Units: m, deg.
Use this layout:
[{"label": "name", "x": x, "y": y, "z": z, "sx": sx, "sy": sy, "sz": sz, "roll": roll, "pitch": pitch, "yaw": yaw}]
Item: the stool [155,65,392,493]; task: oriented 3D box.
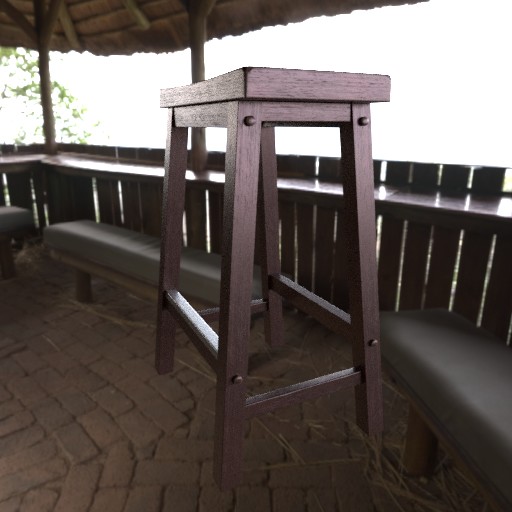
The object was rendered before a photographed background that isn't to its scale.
[{"label": "stool", "x": 0.000, "y": 0.000, "z": 0.834, "sx": 0.322, "sy": 0.610, "sz": 0.406, "roll": -8, "pitch": 18, "yaw": -25}]
